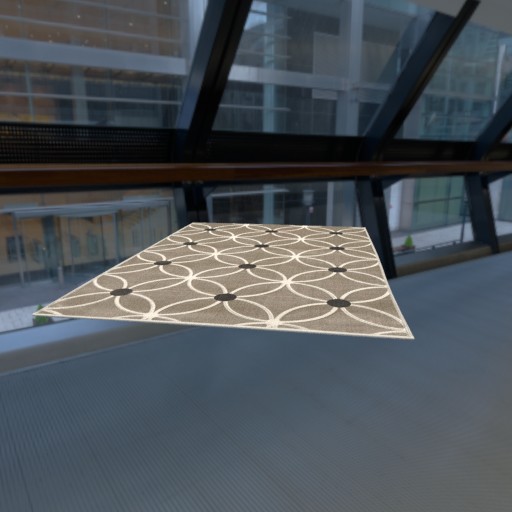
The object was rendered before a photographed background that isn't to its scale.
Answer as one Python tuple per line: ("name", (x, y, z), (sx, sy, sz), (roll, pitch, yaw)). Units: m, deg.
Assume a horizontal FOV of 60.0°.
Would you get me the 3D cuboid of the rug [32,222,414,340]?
("rug", (0.000, 0.000, 2.799), (1.522, 0.008, 2.284), (2, 14, 9))
